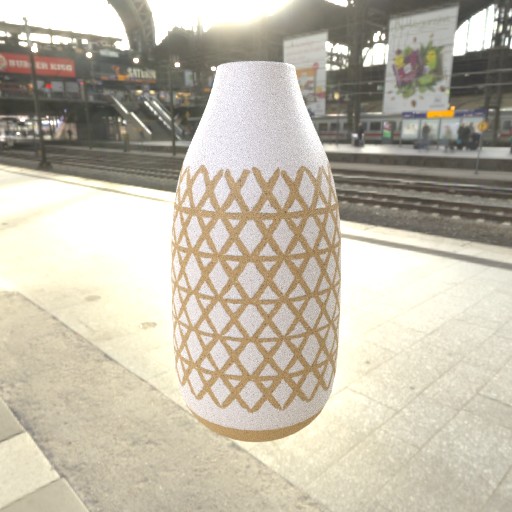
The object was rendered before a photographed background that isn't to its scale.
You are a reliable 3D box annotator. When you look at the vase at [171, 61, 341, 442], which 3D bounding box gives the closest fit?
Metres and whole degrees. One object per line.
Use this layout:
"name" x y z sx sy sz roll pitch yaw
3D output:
"vase" 0.000 0.000 0.480 0.186 0.380 0.186 0 16 0
